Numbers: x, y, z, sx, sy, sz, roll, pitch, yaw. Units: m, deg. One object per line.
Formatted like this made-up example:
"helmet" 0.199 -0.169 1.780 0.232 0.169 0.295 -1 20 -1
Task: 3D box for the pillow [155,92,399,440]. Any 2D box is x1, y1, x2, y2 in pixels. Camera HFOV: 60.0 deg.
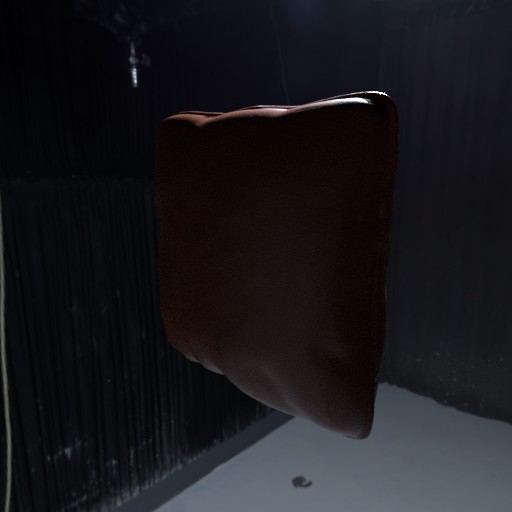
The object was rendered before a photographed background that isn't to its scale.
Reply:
"pillow" 0.000 0.000 0.805 0.236 0.523 0.532 -12 18 -43
